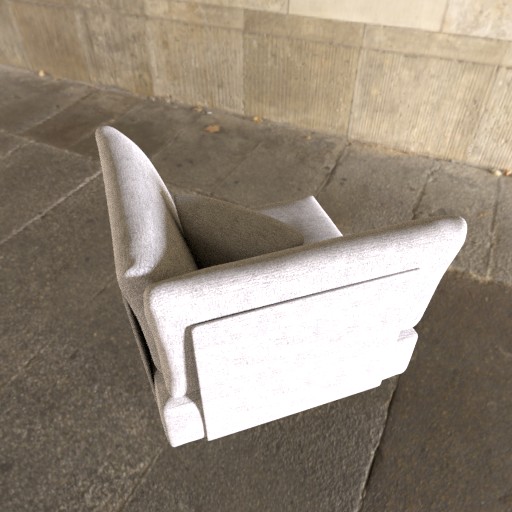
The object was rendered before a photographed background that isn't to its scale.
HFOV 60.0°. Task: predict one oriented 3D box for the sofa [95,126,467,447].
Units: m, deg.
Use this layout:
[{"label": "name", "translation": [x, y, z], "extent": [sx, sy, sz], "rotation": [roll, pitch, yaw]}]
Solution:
[{"label": "sofa", "translation": [0.000, 0.000, 1.755], "extent": [1.000, 0.820, 1.000], "rotation": [-13, 44, -14]}]
